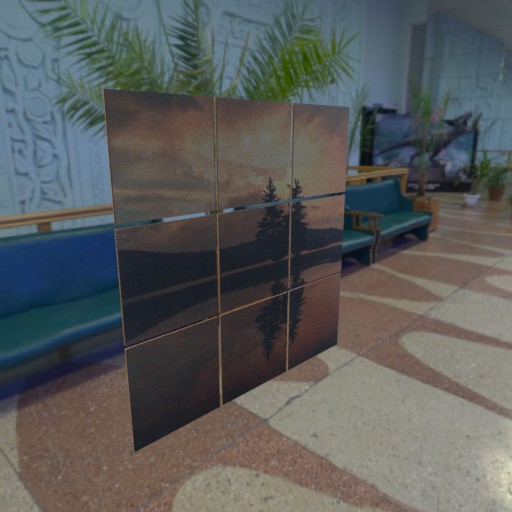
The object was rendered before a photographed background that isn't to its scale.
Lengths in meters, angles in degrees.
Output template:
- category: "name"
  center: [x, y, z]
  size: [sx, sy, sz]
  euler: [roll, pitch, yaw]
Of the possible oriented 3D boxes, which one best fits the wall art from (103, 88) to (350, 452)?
- category: "wall art"
  center: [0.000, 0.000, 2.293]
  size: [1.520, 1.525, 0.013]
  euler: [-14, 21, -42]
